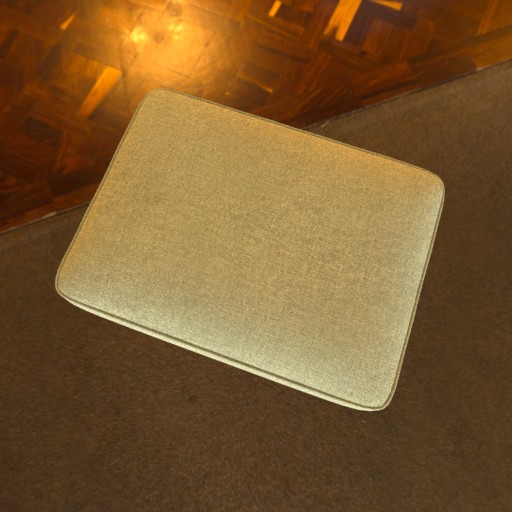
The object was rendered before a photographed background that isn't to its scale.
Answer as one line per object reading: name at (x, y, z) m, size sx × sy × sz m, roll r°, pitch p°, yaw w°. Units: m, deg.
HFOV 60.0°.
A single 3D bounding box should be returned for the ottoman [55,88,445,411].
ottoman at (0.000, 0.000, 1.354) m, size 0.889 × 0.561 × 0.661 m, roll 19°, pitch 75°, yaw 5°
